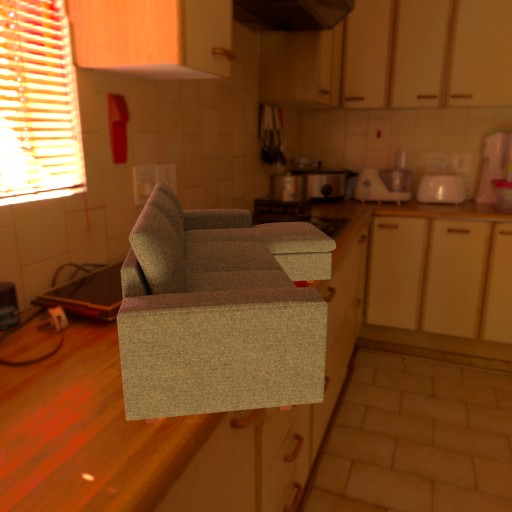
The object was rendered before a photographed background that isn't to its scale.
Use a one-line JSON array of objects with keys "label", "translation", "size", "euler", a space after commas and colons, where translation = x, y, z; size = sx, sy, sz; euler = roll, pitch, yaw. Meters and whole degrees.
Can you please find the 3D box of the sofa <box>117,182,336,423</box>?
[{"label": "sofa", "translation": [0.000, 0.000, 3.424], "size": [1.689, 0.940, 2.718], "euler": [-2, 16, -9]}]
